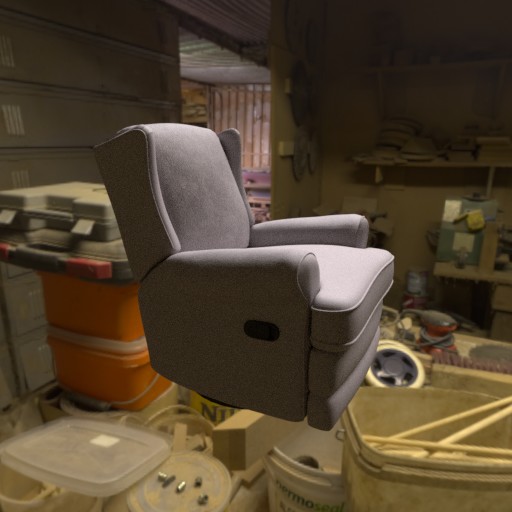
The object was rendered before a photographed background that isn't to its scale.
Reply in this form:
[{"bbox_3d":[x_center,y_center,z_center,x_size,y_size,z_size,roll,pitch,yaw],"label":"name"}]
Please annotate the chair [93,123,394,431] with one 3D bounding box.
[{"bbox_3d":[0.000,0.000,1.744,0.969,1.011,0.847,7,16,25],"label":"chair"}]
